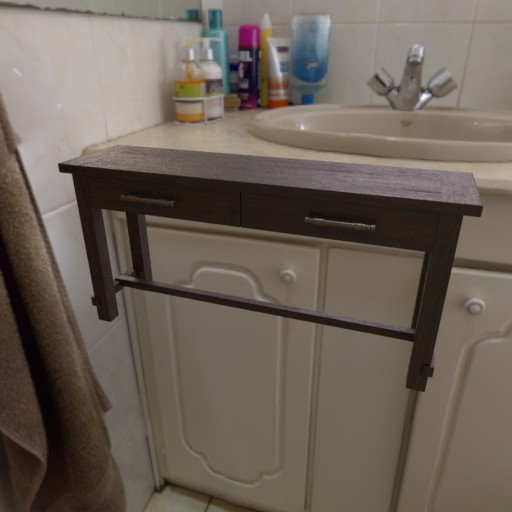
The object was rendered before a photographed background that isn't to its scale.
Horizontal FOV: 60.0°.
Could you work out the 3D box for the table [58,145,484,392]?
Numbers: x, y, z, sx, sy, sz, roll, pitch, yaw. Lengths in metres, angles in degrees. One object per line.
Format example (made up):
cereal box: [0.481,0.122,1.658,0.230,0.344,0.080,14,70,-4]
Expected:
table: [0.000,0.000,1.907,1.599,0.762,0.442,9,27,18]
